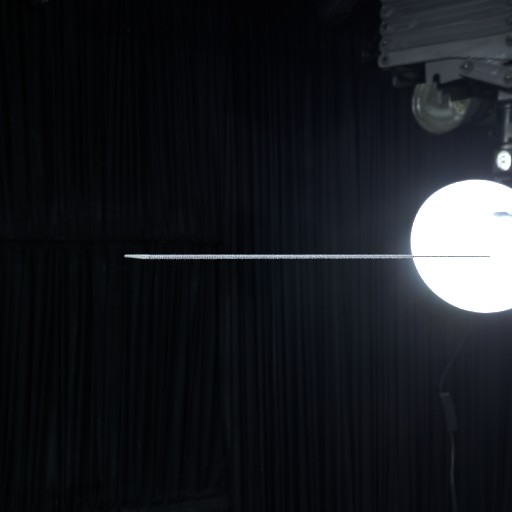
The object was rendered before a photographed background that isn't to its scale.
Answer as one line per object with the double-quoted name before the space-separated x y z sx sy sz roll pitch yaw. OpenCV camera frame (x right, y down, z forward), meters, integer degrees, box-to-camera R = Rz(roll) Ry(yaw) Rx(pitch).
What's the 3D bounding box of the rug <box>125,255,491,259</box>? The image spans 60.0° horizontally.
"rug" 0.000 0.000 2.237 1.217 0.011 1.747 0 0 -18
